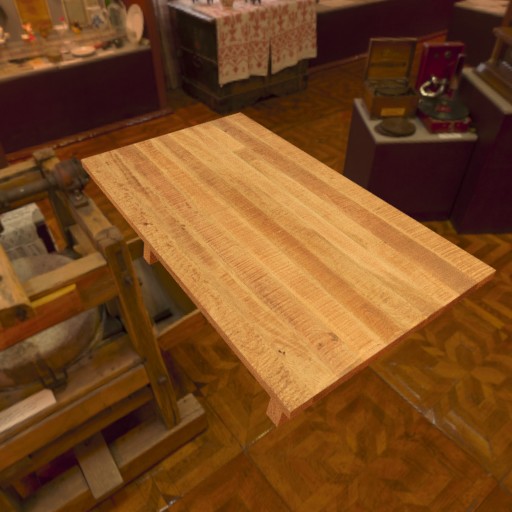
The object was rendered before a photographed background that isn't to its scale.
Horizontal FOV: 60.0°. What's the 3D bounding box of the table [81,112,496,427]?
[{"bbox_3d":[0.000,0.000,1.664,0.760,0.455,1.320,-25,48,-26],"label":"table"}]
